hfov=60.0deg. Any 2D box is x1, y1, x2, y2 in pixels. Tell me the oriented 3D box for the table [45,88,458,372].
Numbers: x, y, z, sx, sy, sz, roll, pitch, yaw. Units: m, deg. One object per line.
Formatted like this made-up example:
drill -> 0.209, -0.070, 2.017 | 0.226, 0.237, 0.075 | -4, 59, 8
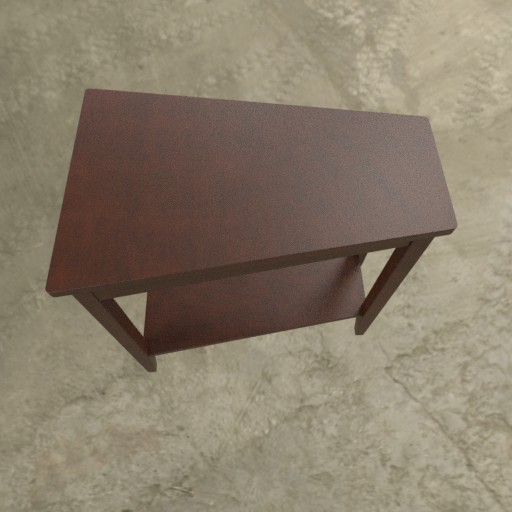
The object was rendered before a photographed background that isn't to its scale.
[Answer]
table -> 0.000, 0.000, 0.976 | 0.605, 0.589, 0.399 | -2, 63, -1
